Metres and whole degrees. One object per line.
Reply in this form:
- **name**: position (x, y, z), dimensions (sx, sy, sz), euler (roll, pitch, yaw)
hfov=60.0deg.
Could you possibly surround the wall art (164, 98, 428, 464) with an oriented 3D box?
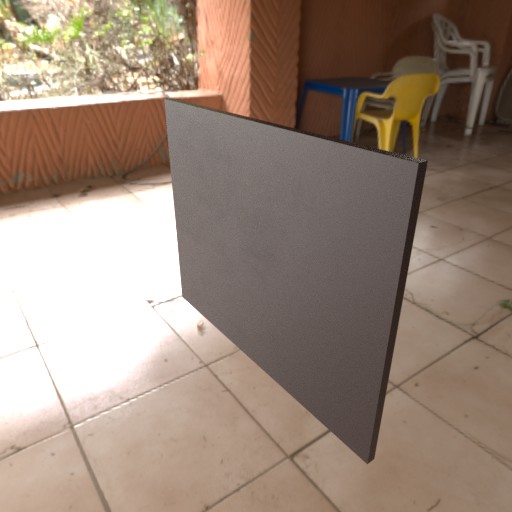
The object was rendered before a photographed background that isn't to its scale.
- **wall art**: position (0.000, 0.000, 1.602), dimensions (0.034, 0.952, 1.207), euler (-19, 33, -32)
